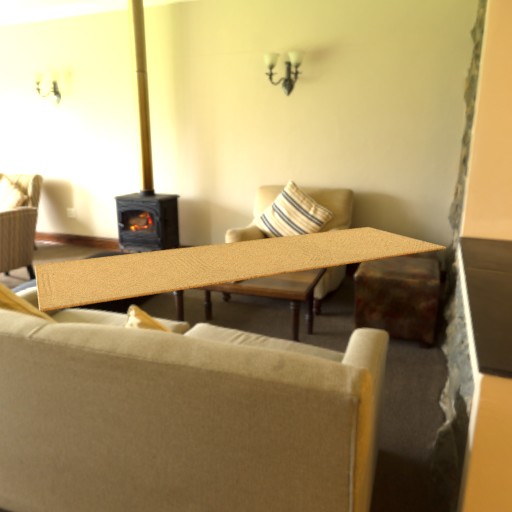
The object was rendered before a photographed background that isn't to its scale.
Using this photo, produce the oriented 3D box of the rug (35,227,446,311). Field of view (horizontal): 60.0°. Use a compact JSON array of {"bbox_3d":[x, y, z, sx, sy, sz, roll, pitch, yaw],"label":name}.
[{"bbox_3d":[0.000,0.000,2.747,2.452,0.012,0.775,-7,17,-26],"label":"rug"}]
